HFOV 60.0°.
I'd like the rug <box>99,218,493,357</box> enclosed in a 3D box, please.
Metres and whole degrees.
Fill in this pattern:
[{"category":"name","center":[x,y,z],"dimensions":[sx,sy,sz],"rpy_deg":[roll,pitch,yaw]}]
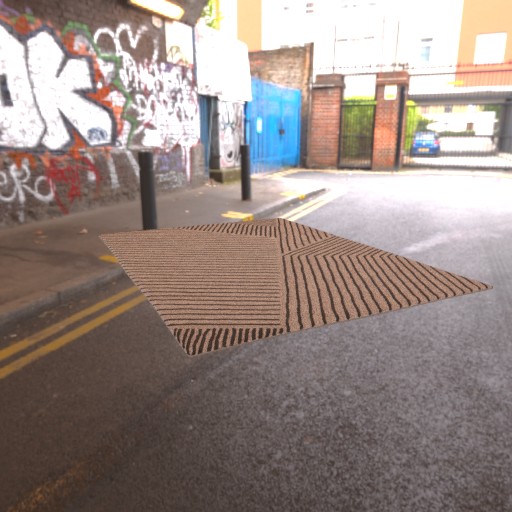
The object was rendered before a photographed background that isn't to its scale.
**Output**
[{"category":"rug","center":[0.000,0.000,3.193],"dimensions":[1.829,0.028,2.449],"rpy_deg":[-8,17,-26]}]
